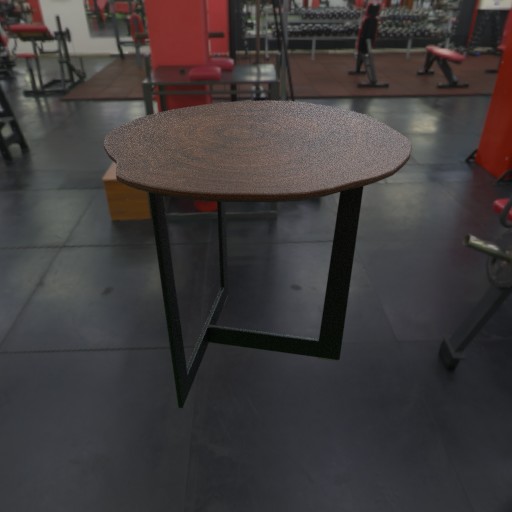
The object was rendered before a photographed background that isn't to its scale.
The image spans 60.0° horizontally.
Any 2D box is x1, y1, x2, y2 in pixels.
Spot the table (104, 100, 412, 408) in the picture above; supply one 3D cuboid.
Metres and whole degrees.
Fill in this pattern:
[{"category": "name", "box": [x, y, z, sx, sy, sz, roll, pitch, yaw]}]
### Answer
[{"category": "table", "box": [0.000, 0.000, 0.861, 0.494, 0.476, 0.477, 0, 32, 0]}]
